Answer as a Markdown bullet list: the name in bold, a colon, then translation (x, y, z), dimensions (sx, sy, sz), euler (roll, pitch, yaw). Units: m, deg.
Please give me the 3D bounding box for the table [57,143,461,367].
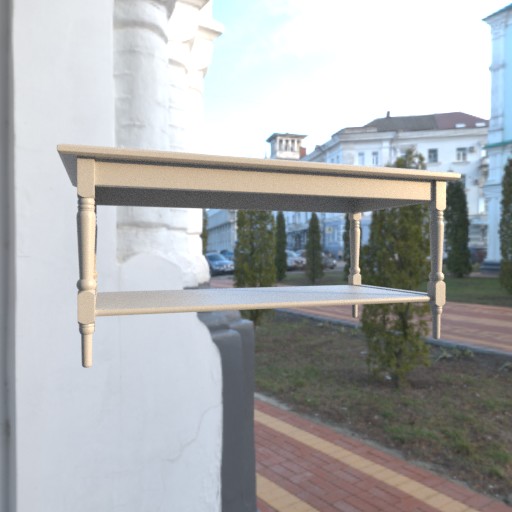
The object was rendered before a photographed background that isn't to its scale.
- **table**: translation (0.000, 0.000, 1.410), dimensions (1.109, 0.506, 0.551), euler (0, 1, -19)
